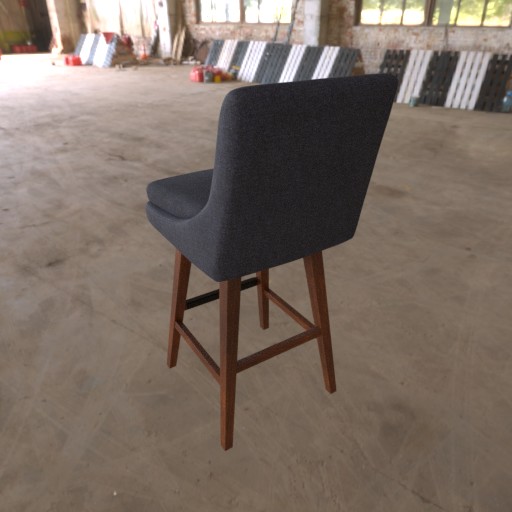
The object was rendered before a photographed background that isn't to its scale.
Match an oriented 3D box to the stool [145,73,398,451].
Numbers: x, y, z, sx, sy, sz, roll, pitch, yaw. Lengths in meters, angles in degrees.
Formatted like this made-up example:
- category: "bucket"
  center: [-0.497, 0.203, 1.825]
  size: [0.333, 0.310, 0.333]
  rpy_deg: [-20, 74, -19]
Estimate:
- category: "stool"
  center: [0.000, 0.000, 1.354]
  size: [0.489, 1.068, 0.572]
  rpy_deg: [-17, 33, -28]
